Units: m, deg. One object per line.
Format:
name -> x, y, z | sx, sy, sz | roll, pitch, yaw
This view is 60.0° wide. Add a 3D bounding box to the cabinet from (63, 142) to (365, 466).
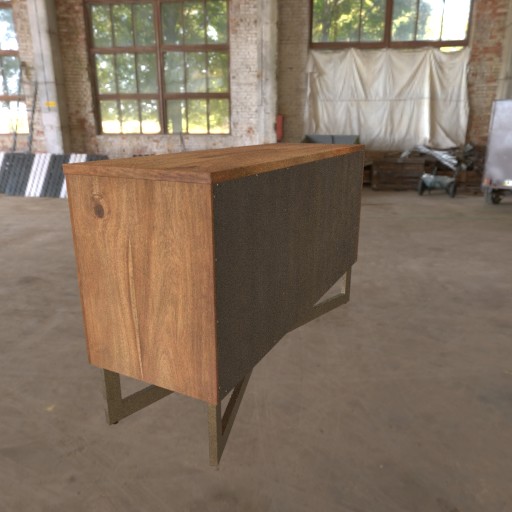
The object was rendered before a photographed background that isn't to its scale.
cabinet -> 0.000, 0.000, 1.763 | 0.480, 0.812, 1.373 | 8, 19, 26
